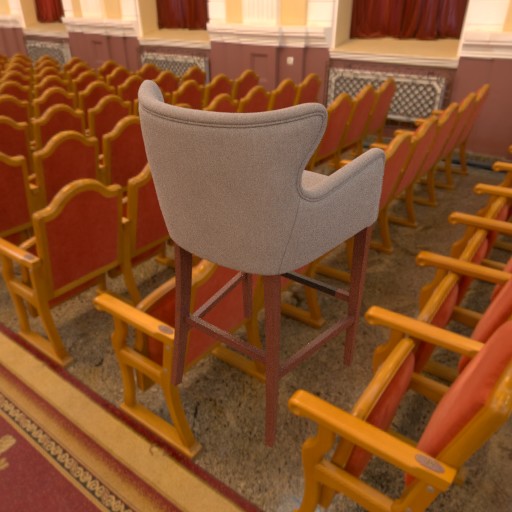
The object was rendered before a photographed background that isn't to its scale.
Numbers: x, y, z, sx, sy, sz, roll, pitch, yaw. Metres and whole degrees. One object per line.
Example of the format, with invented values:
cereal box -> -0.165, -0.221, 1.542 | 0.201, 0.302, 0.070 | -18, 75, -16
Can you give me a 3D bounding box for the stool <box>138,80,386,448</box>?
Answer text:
stool -> 0.000, 0.000, 1.422 | 0.575, 1.047, 0.575 | 21, 36, 32
